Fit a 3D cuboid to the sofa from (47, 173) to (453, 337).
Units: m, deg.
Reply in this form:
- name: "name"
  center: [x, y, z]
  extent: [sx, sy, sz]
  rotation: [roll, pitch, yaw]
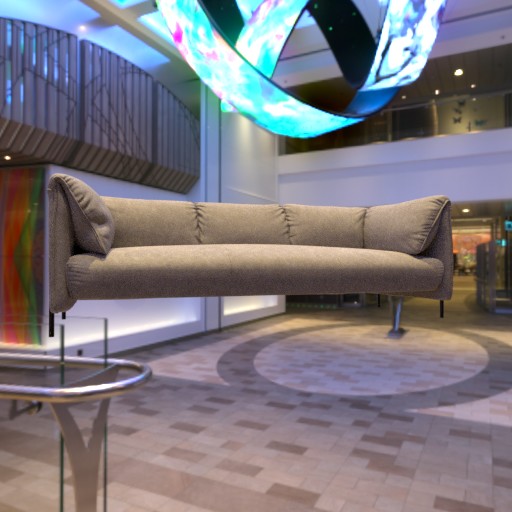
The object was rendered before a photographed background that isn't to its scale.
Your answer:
- name: "sofa"
  center: [0.000, 0.000, 2.689]
  extent: [2.238, 0.758, 0.899]
  rotation: [0, -1, -19]
